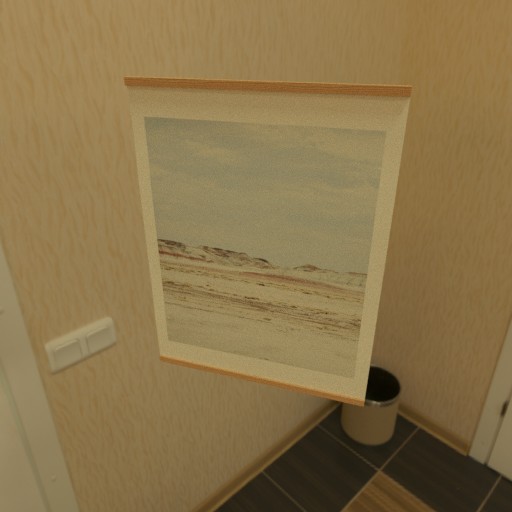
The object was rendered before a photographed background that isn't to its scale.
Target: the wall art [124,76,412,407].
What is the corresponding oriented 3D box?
[{"bbox_3d":[0.000,0.000,0.820,0.458,0.605,0.011,8,28,16],"label":"wall art"}]
